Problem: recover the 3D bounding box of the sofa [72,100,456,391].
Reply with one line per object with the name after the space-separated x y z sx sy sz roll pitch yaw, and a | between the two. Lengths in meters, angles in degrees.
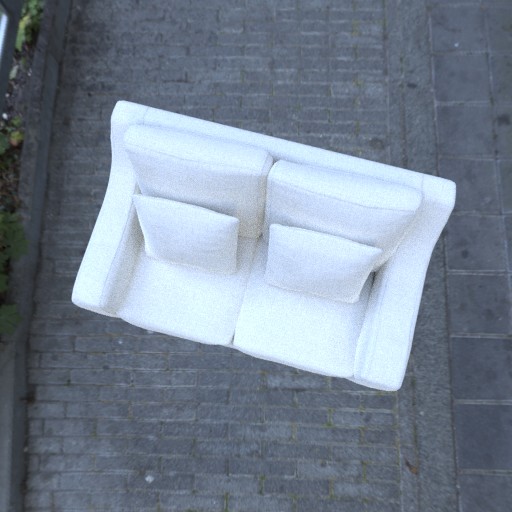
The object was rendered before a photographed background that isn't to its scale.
0.000 0.000 2.368 1.744 1.047 1.040 15 78 3 | sofa
